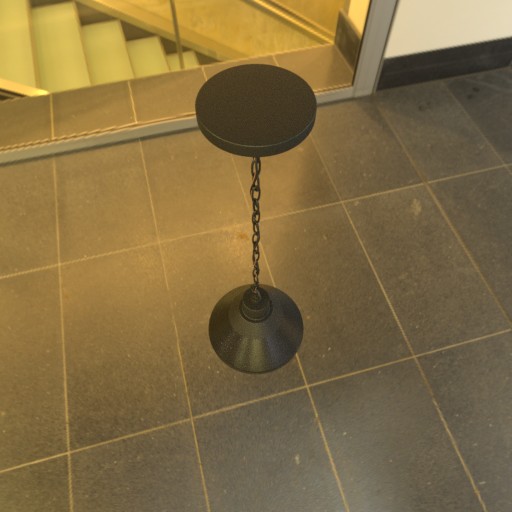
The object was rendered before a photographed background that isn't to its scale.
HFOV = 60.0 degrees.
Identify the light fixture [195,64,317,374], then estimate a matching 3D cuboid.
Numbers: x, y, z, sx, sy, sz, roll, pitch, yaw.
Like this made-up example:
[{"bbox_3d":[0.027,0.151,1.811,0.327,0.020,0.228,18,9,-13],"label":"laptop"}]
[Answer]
[{"bbox_3d":[0.000,0.000,0.688,0.201,0.588,0.201,-31,64,-17],"label":"light fixture"}]
